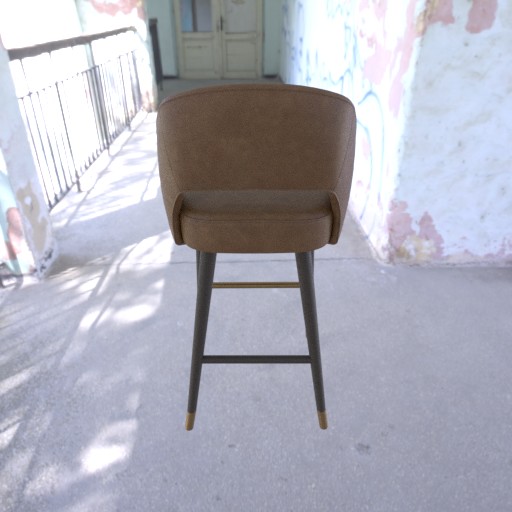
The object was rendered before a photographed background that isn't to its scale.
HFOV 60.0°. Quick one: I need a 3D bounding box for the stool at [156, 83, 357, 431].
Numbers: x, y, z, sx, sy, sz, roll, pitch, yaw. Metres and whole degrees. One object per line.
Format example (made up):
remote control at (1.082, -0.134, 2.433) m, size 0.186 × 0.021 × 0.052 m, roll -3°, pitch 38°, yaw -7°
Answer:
stool at (0.000, 0.000, 1.307) m, size 0.494 × 1.037 × 0.509 m, roll 0°, pitch 30°, yaw 0°
